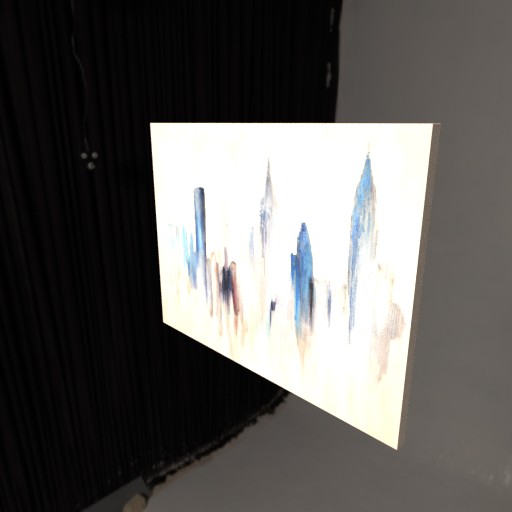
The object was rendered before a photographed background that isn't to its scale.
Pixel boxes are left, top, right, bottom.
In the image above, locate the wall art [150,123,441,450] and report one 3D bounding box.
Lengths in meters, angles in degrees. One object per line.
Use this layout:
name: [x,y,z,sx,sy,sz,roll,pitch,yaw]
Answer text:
wall art: [0.000,0.000,1.329,0.038,0.762,1.016,-16,23,-42]
